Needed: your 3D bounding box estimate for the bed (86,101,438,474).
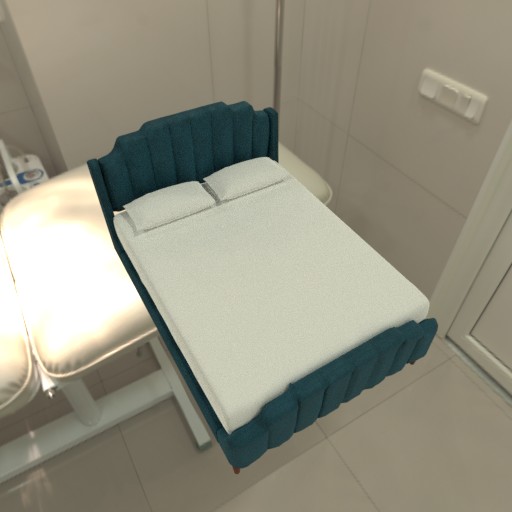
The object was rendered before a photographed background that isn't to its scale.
[{"bbox_3d":[0.000,0.000,3.361,1.676,1.351,2.322,-23,50,-21],"label":"bed"}]
